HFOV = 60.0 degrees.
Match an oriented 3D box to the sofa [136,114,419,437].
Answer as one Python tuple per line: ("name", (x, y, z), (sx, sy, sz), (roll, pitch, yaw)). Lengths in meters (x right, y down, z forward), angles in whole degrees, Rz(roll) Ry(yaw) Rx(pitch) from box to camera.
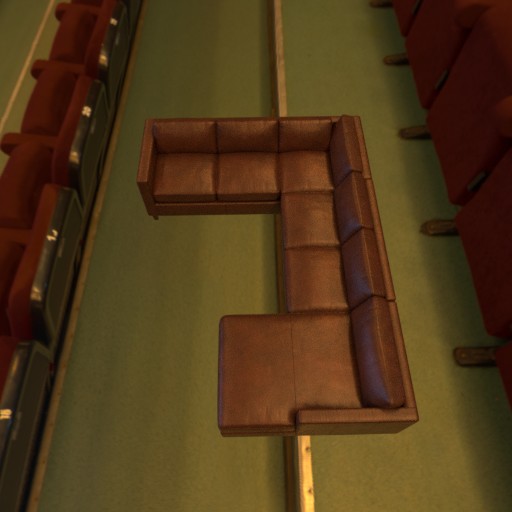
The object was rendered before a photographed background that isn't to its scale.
("sofa", (0.000, 0.000, 4.463), (2.452, 0.891, 3.324), (-1, 60, -1))
